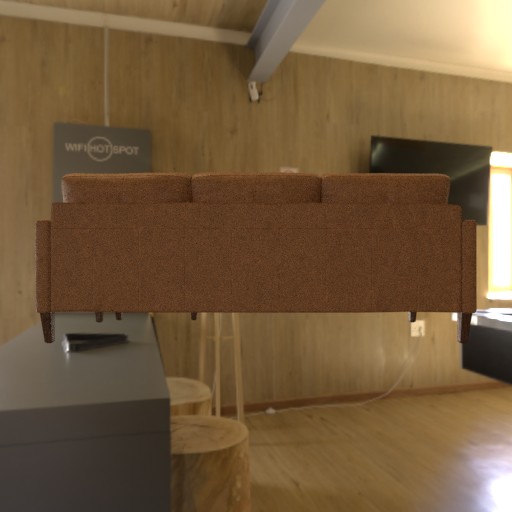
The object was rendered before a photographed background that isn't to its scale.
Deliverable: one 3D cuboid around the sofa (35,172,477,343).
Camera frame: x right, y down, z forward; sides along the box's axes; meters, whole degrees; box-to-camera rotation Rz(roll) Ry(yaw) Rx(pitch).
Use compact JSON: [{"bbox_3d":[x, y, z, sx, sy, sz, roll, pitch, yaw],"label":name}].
[{"bbox_3d":[0.000,0.000,2.911,2.178,0.876,1.506,0,0,0],"label":"sofa"}]
